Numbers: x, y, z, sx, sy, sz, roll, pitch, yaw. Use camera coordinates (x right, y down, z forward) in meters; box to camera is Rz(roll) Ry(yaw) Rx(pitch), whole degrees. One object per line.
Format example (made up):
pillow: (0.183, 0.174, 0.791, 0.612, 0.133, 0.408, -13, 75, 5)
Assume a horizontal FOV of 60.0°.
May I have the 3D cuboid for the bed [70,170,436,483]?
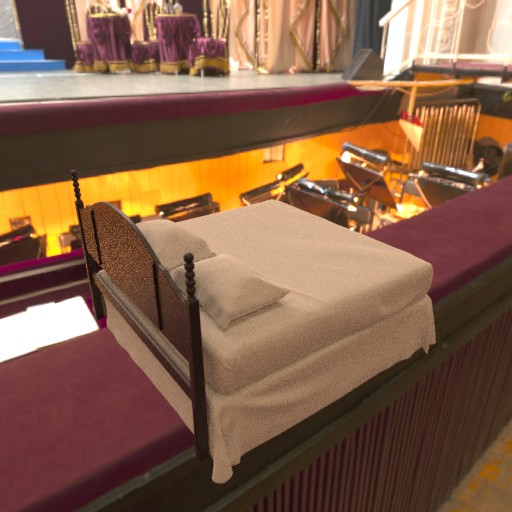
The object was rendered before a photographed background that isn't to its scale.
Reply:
bed: (0.000, 0.000, 3.606, 2.219, 1.355, 2.322, -17, 31, -32)
